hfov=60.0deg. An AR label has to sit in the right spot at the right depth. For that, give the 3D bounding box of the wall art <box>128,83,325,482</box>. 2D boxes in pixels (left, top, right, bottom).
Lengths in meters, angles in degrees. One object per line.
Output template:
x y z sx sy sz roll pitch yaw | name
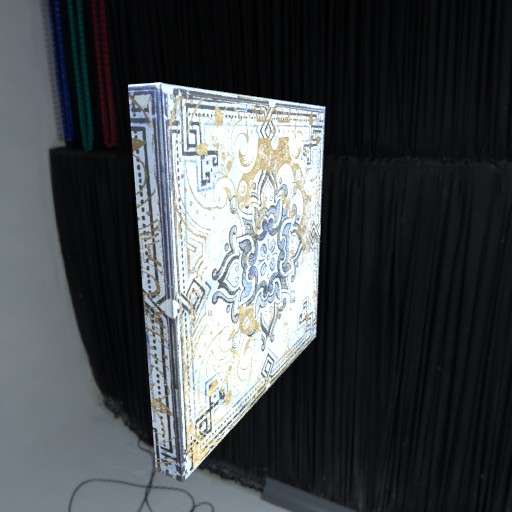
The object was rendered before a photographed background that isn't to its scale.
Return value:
0.000 0.000 0.613 0.038 0.410 0.411 8 18 27 | wall art
